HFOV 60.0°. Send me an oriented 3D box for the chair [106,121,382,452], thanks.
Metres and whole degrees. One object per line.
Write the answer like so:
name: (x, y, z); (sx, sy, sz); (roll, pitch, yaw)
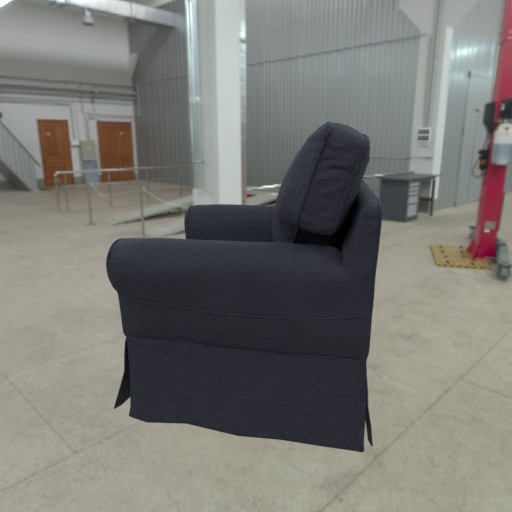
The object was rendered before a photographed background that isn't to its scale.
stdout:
chair: (0.000, 0.000, 1.997); (1.002, 1.140, 1.119); (2, 15, 9)
